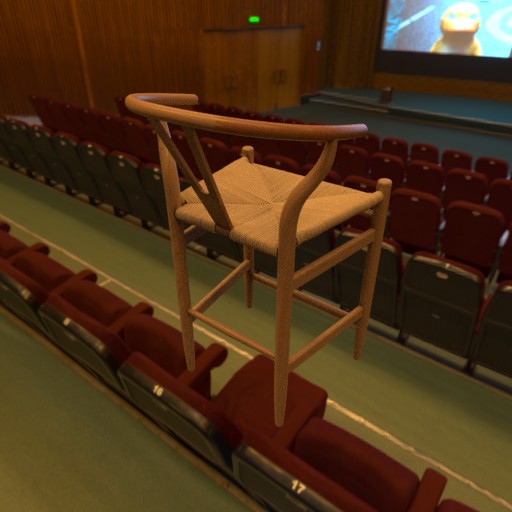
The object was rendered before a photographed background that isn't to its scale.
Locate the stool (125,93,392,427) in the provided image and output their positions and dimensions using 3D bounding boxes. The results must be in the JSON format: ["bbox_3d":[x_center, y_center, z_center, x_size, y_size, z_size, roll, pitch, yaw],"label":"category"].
[{"bbox_3d":[0.000,0.000,1.262,0.536,0.923,0.575,22,37,31],"label":"stool"}]
